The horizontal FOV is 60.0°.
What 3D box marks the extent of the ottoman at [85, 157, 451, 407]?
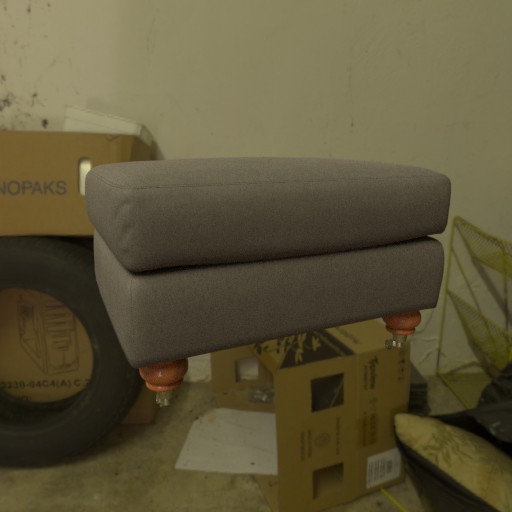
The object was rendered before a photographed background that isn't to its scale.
[{"bbox_3d":[0.000,0.000,1.144,0.773,0.497,0.574,-7,16,-24],"label":"ottoman"}]
